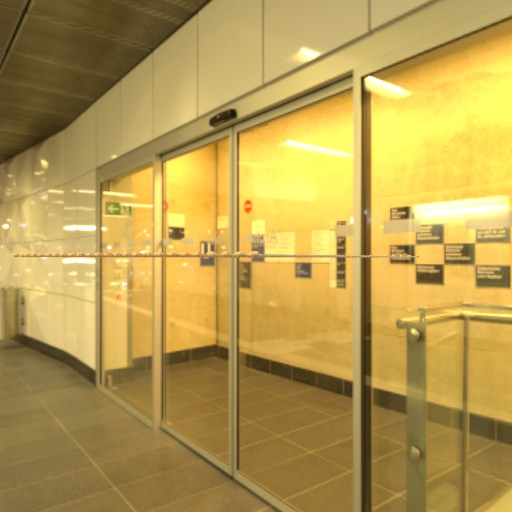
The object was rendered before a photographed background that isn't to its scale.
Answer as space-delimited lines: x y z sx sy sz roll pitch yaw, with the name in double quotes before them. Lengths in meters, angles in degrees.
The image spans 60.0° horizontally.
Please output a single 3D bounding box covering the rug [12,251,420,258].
"rug" 0.000 0.000 2.952 1.556 0.022 2.433 0 0 33
